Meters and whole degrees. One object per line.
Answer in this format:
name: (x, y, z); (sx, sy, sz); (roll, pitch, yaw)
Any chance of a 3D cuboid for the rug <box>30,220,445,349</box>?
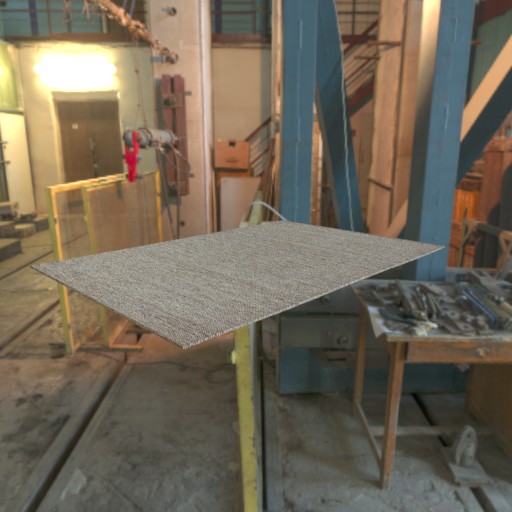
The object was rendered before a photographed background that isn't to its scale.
rug: (0.000, 0.000, 2.904); (1.547, 0.013, 2.283); (14, 20, 43)
